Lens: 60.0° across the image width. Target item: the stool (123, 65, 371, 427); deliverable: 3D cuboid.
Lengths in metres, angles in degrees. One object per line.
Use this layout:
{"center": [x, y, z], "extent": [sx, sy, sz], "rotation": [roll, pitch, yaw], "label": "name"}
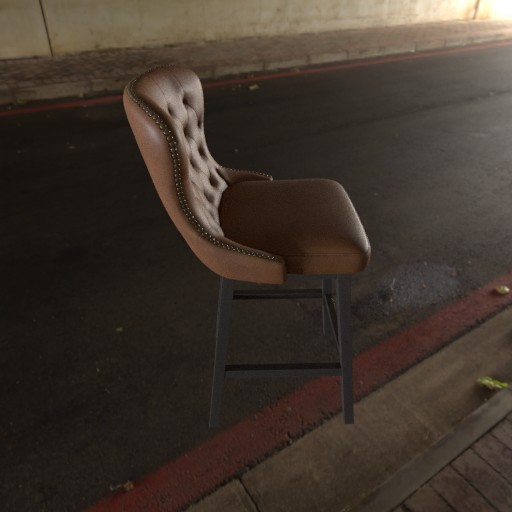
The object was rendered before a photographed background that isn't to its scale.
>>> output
{"center": [0.000, 0.000, 1.277], "extent": [0.593, 0.971, 0.528], "rotation": [-1, 33, -1], "label": "stool"}
